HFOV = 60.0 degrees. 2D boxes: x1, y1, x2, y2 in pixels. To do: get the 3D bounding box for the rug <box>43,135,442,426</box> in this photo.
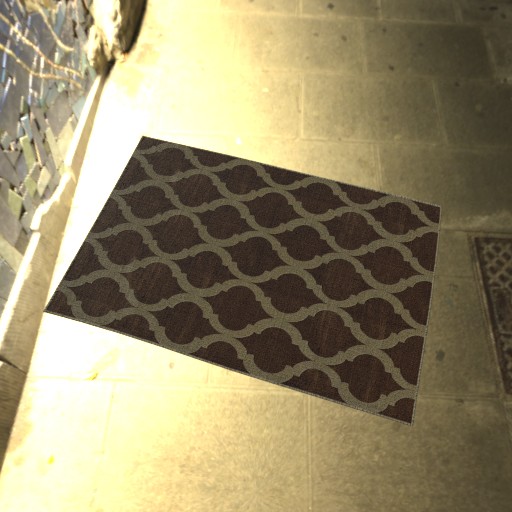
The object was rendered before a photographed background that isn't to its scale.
[{"bbox_3d":[0.000,0.000,2.915,2.284,0.008,1.522,15,63,8],"label":"rug"}]
